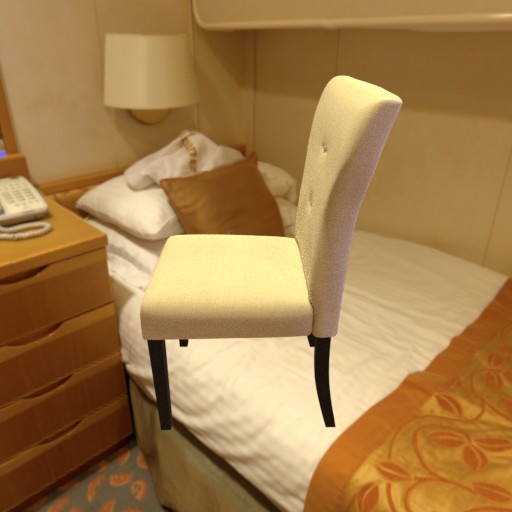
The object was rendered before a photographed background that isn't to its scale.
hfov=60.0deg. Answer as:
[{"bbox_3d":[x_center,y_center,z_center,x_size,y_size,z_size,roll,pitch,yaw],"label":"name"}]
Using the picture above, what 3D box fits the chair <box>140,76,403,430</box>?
[{"bbox_3d":[0.000,0.000,1.265,0.597,0.921,0.509,0,26,-1],"label":"chair"}]
